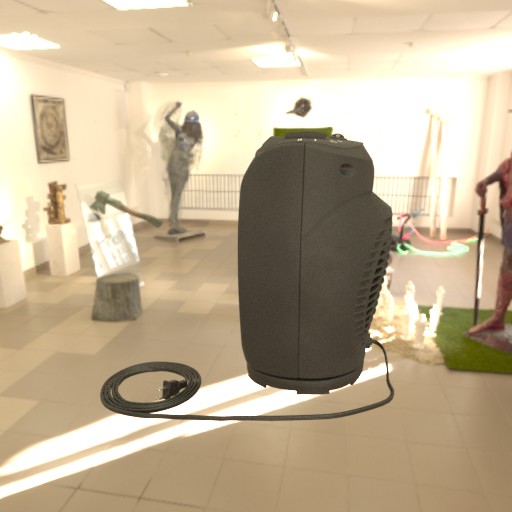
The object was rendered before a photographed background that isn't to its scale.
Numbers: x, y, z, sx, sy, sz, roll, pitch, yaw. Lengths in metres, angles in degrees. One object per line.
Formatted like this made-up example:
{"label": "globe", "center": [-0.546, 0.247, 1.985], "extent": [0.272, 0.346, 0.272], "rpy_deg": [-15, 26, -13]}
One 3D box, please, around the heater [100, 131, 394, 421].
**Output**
{"label": "heater", "center": [0.000, 0.000, 0.470], "extent": [0.291, 0.255, 0.239], "rpy_deg": [2, 15, 9]}
